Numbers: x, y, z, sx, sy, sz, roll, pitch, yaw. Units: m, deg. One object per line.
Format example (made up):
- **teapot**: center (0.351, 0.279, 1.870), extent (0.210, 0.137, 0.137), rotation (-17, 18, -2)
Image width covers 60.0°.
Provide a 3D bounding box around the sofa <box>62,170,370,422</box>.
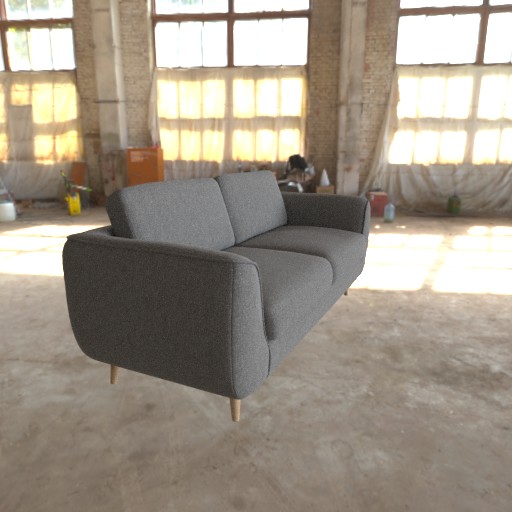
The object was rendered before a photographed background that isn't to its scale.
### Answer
- **sofa**: center (0.000, 0.000, 2.465), extent (0.920, 0.870, 2.000), rotation (7, 16, 25)
